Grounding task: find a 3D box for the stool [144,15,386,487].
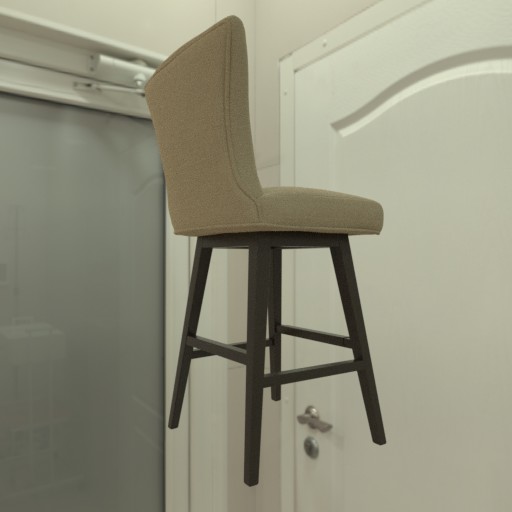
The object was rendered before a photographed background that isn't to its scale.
[{"bbox_3d":[0.000,0.000,1.326,0.574,1.086,0.514,0,-1,-36],"label":"stool"}]
